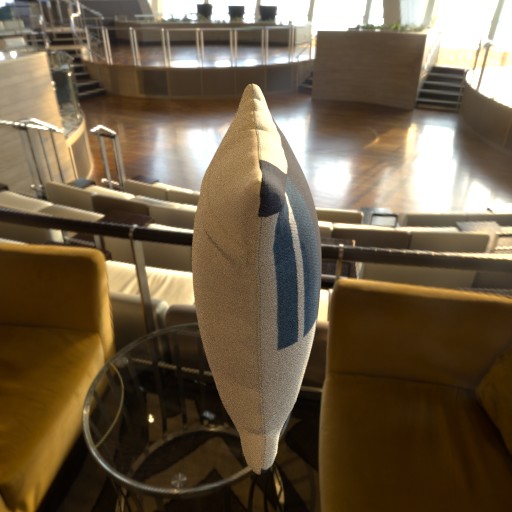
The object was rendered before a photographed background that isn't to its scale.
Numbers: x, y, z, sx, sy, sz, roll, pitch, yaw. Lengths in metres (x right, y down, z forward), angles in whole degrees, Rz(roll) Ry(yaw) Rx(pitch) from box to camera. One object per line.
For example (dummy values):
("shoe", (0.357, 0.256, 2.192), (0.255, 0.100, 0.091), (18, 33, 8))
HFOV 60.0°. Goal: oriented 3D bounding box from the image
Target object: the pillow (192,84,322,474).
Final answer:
("pillow", (0.000, 0.000, 0.806), (0.229, 0.506, 0.536), (-1, 32, -1))
